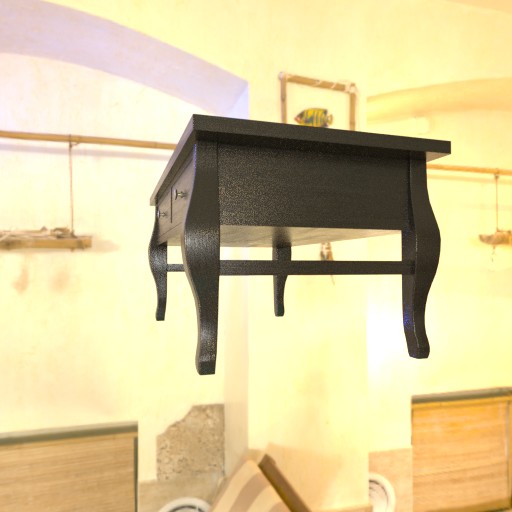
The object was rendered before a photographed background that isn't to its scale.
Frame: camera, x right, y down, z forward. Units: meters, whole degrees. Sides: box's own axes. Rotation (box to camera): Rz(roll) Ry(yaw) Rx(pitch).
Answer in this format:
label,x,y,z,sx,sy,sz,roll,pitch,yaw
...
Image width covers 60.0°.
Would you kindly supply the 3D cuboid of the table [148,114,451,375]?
label,x,y,z,sx,sy,sz,roll,pitch,yaw
table,0.000,0.000,1.406,0.600,0.494,1.062,0,-2,-18
